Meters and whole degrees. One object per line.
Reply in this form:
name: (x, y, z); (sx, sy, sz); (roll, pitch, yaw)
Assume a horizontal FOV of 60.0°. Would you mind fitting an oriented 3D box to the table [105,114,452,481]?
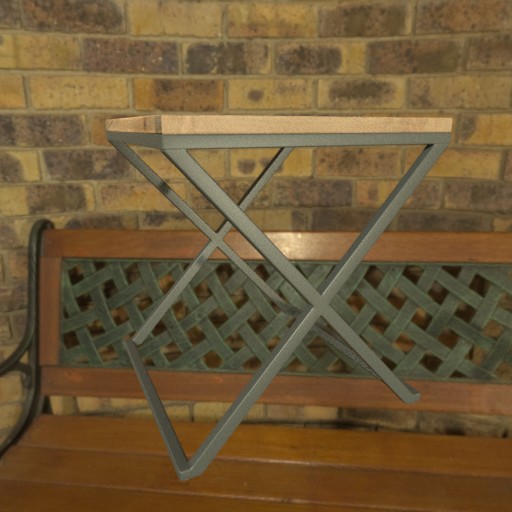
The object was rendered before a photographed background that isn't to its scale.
table: (0.000, 0.000, 0.931); (0.498, 0.550, 0.499); (-8, 18, -24)
